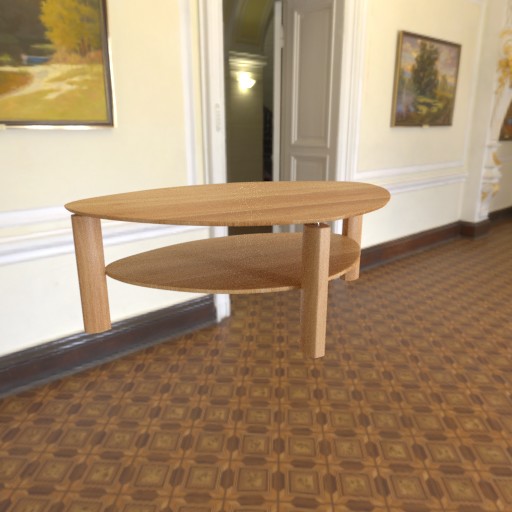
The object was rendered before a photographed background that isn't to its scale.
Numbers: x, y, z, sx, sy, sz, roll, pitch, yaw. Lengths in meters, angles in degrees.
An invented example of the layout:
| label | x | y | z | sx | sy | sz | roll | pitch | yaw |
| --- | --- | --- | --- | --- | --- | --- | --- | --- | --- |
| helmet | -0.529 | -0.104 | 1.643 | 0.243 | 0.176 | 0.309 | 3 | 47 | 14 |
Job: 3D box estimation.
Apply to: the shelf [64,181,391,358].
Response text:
| label | x | y | z | sx | sy | sz | roll | pitch | yaw |
| --- | --- | --- | --- | --- | --- | --- | --- | --- | --- |
| shelf | 0.000 | 0.000 | 1.643 | 1.246 | 0.440 | 0.845 | -9 | 18 | -27 |
